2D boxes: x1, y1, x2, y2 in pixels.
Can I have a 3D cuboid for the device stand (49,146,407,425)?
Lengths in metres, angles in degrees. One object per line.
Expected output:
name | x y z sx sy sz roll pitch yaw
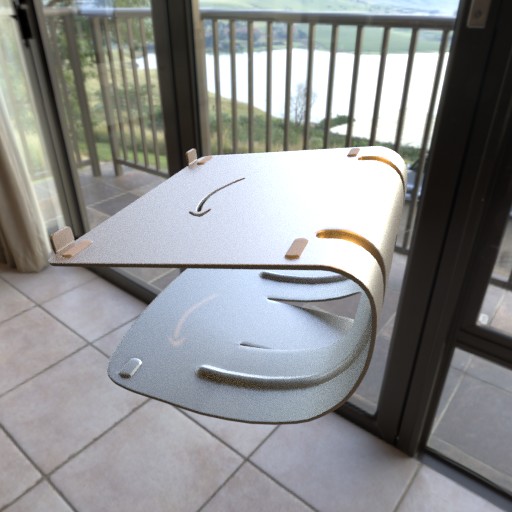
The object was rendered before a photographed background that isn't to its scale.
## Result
device stand | 0.000 0.000 0.405 0.236 0.155 0.256 11 32 17
